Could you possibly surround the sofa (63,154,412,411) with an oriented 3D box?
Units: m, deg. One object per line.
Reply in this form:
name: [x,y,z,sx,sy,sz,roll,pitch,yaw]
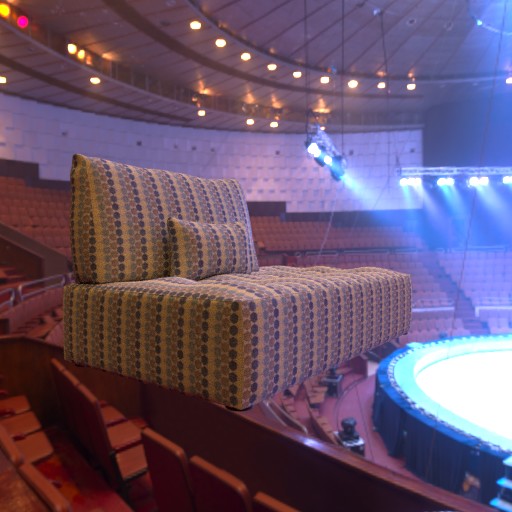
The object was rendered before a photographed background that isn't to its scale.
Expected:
sofa: [0.000,0.000,2.031,1.000,0.820,1.450,1,1,37]
